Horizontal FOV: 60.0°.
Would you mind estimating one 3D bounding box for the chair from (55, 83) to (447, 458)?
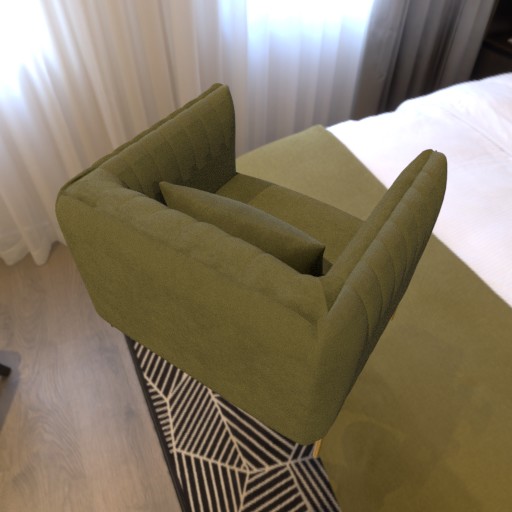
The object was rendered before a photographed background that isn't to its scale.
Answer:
[{"bbox_3d":[0.000,0.000,1.638,1.032,0.794,0.877,26,52,22],"label":"chair"}]
